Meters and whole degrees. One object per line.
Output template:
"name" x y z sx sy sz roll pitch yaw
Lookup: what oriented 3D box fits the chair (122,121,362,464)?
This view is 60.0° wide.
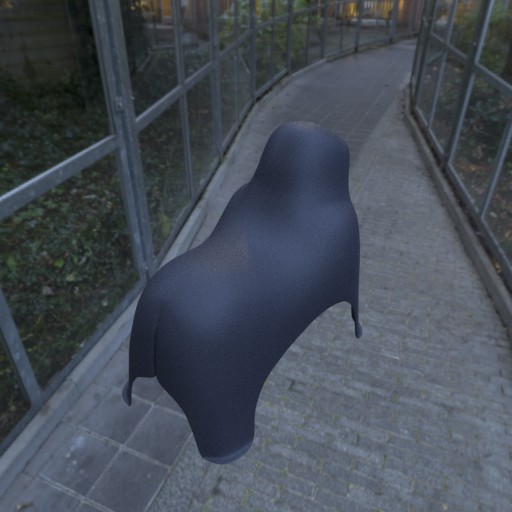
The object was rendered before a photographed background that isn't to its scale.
"chair" 0.000 0.000 1.153 0.490 0.600 0.758 21 38 29
